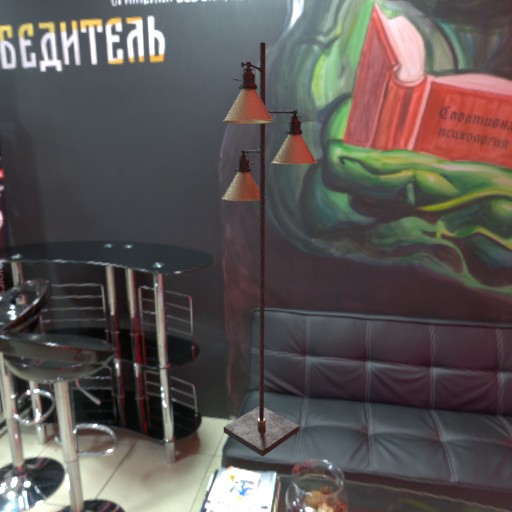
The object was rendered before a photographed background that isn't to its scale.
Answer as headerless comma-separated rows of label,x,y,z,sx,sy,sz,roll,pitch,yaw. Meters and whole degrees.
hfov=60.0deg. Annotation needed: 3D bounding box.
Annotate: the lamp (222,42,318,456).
lamp,0.000,0.000,1.931,0.415,1.716,0.428,12,17,42
